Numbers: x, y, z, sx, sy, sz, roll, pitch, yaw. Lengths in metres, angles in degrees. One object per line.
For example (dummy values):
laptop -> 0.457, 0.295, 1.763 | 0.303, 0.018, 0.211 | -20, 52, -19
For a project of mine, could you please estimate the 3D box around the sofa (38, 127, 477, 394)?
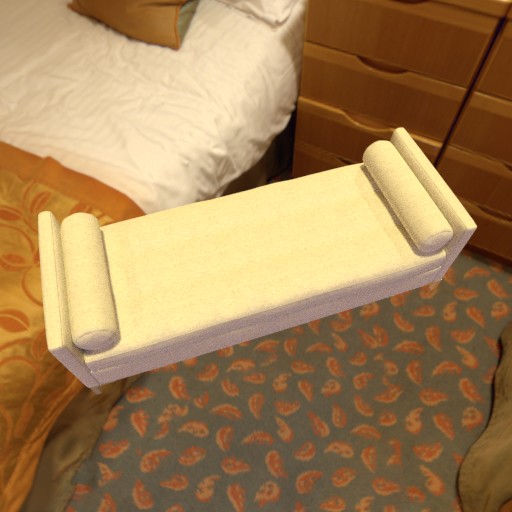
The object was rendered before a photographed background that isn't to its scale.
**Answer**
sofa -> 0.000, 0.000, 2.483 | 2.102, 0.655, 0.797 | -15, 58, -10
